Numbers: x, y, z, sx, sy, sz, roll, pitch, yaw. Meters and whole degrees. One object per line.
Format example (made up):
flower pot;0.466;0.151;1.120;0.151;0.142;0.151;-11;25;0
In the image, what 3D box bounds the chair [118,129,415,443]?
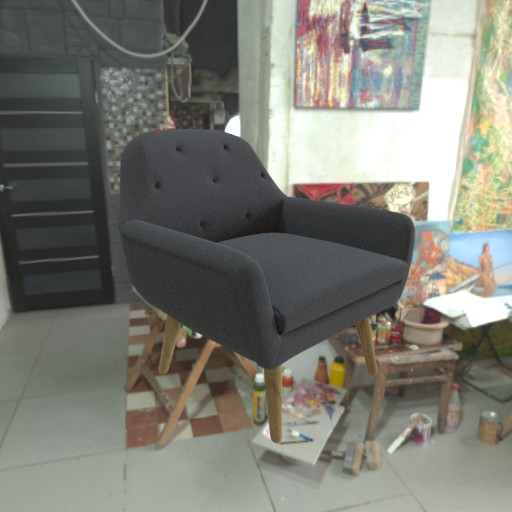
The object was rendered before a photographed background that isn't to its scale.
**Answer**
chair;0.000;0.000;1.455;0.770;0.800;0.779;-15;22;-42
